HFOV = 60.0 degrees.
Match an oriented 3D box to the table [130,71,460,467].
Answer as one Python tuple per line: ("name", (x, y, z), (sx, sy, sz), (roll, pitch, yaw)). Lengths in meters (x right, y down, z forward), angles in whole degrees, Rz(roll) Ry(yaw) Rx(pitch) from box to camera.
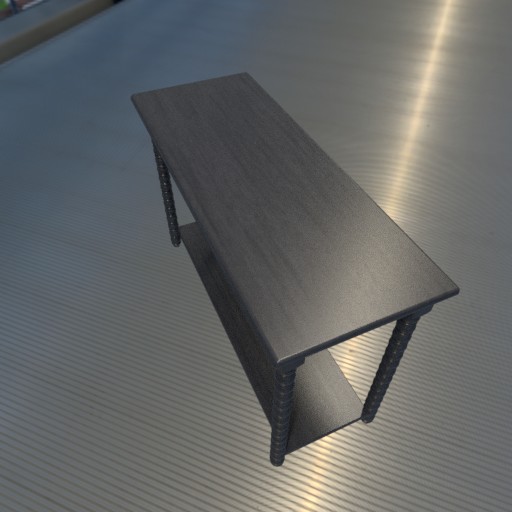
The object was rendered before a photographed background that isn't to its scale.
("table", (0.000, 0.000, 1.535), (0.459, 0.735, 1.184), (-18, 49, -16))
